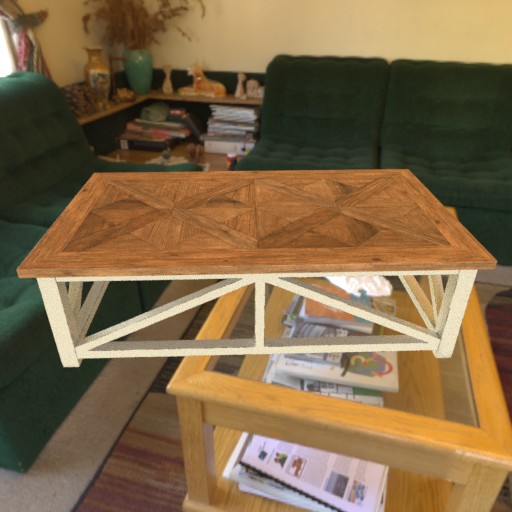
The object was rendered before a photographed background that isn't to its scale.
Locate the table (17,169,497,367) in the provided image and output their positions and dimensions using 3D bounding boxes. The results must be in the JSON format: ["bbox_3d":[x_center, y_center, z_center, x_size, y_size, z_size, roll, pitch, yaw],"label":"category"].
[{"bbox_3d":[0.000,0.000,1.736,1.400,0.410,0.800,-1,31,-2],"label":"table"}]
